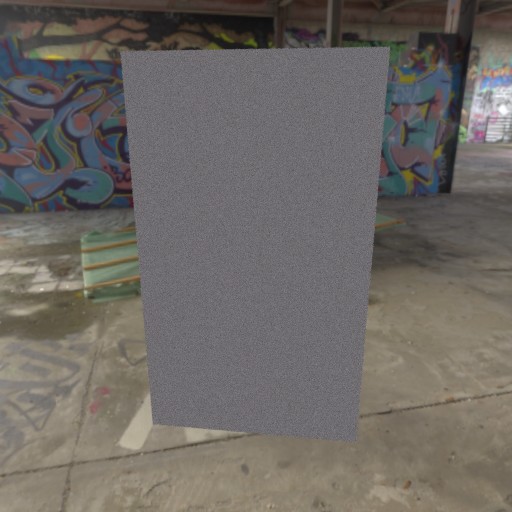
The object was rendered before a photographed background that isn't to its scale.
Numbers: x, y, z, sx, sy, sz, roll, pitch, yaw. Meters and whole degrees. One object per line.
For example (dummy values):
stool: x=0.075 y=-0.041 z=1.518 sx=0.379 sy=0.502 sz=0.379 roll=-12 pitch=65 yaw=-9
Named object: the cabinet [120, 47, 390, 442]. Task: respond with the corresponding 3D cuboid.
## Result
cabinet: x=0.000 y=0.000 z=1.537 sx=0.750 sy=1.280 sz=0.250 roll=2 pitch=18 yaw=7
